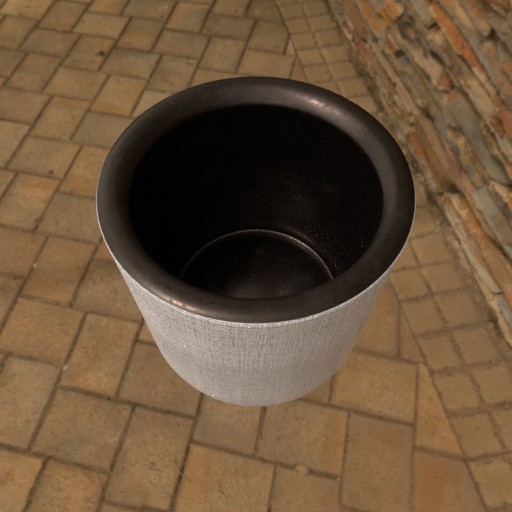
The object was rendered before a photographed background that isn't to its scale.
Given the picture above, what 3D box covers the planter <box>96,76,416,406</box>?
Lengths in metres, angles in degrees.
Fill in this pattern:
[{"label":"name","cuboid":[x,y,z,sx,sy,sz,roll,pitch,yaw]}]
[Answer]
[{"label":"planter","cuboid":[0.000,0.000,0.286,0.160,0.156,0.160,0,59,0]}]
